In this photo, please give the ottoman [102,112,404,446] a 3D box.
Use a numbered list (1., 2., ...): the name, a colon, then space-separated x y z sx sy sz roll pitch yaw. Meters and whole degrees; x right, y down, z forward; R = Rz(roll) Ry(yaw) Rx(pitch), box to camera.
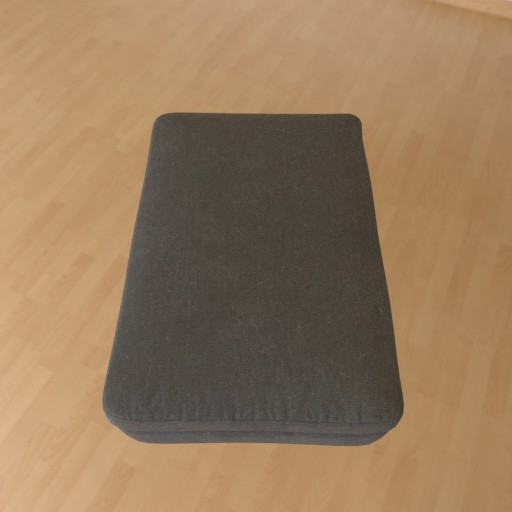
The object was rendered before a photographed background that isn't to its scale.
1. ottoman: 0.000 0.000 1.572 0.840 0.429 1.199 1 59 0
